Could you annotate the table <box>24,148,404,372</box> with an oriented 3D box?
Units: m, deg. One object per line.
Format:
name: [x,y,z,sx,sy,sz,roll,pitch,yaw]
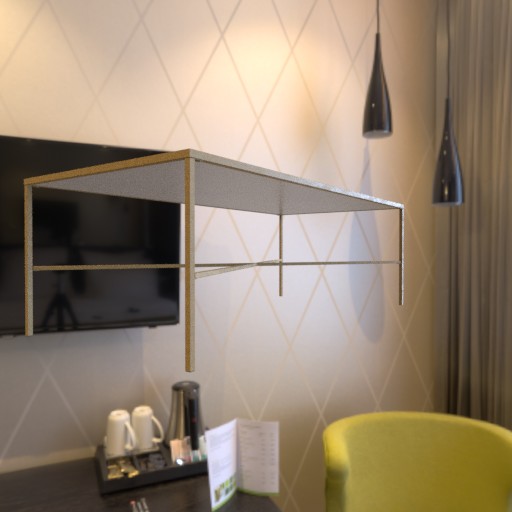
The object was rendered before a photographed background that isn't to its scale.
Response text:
table: [0.000,0.000,1.445,0.580,0.398,1.206,1,1,36]
